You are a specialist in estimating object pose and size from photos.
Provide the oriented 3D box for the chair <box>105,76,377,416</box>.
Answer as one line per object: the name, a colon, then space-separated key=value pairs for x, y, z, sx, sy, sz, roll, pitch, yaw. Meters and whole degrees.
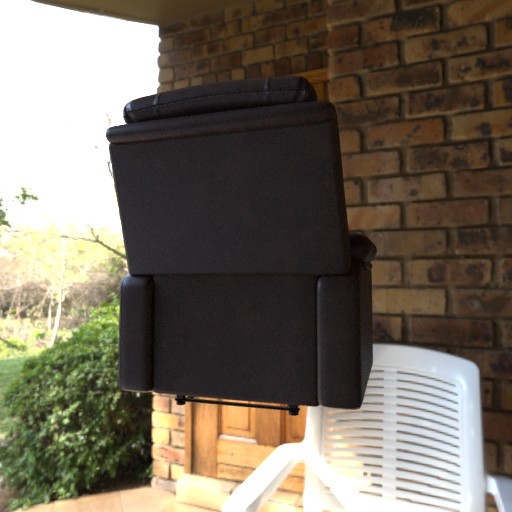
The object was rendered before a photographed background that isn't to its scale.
chair: x=0.000 y=0.000 z=1.653 sx=0.855 sy=0.992 sz=0.919 roll=-1 pitch=-3 yaw=17
